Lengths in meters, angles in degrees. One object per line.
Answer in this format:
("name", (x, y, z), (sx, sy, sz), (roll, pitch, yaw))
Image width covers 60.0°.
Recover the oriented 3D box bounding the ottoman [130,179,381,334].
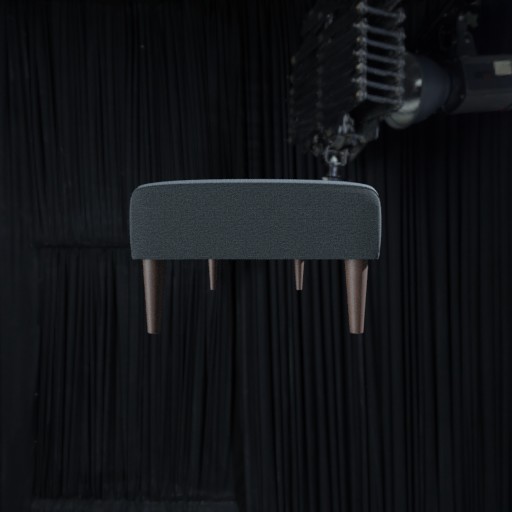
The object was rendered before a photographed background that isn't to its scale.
("ottoman", (0.000, 0.000, 1.872), (0.646, 0.393, 1.609), (0, 0, 0))
